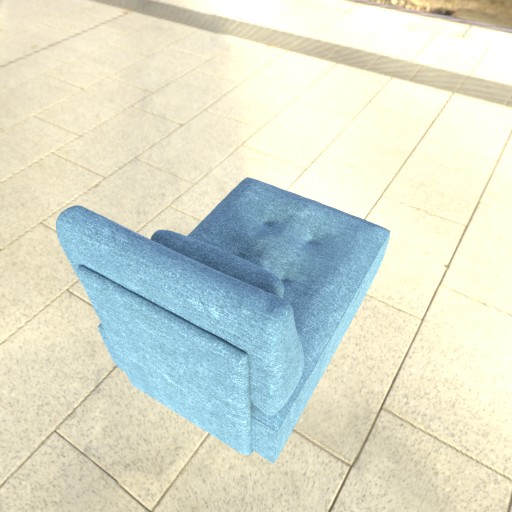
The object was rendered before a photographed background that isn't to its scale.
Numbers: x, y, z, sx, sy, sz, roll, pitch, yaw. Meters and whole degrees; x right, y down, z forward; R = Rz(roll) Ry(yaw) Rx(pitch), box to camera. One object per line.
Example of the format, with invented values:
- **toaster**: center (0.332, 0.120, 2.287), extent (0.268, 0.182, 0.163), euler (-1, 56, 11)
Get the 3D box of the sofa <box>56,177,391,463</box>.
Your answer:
- **sofa**: center (0.000, 0.000, 1.556), extent (0.700, 0.820, 1.000), euler (24, 52, 20)
